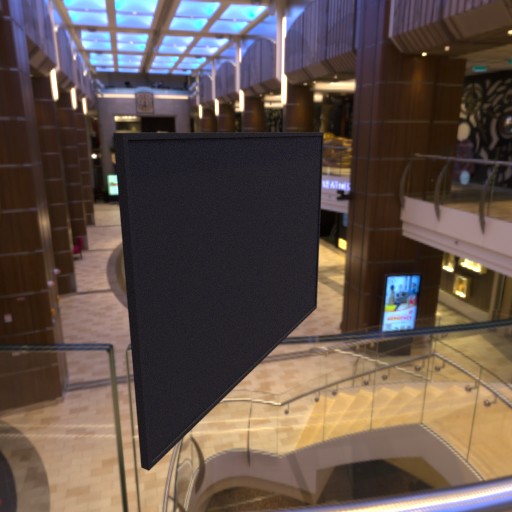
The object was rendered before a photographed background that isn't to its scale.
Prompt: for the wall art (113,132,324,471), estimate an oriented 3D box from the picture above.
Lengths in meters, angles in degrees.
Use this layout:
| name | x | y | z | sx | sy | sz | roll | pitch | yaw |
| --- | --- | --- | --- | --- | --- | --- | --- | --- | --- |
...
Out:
| name | x | y | z | sx | sy | sz | roll | pitch | yaw |
| --- | --- | --- | --- | --- | --- | --- | --- | --- | --- |
| wall art | 0.000 | 0.000 | 1.499 | 0.028 | 0.805 | 1.190 | 8 | 18 | 27 |
